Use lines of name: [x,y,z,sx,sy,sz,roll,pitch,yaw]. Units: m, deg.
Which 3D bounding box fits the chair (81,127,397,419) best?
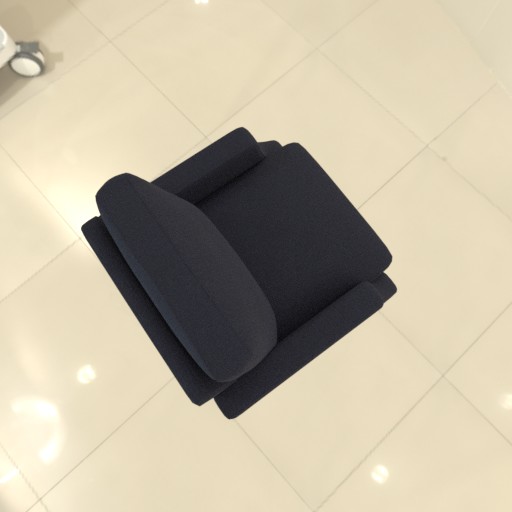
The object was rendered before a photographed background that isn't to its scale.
chair: [0.000,0.000,1.684,0.897,0.991,0.855,-35,77,-9]
